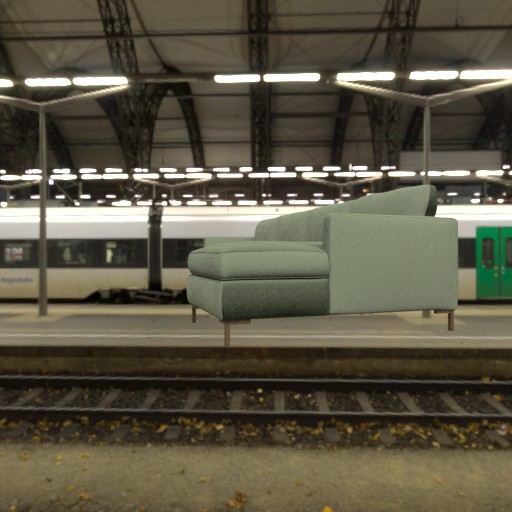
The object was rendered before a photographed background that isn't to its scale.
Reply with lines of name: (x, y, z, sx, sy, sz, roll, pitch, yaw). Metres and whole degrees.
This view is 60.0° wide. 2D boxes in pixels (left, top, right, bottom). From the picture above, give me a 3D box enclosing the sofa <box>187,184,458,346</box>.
sofa: (0.000, 0.000, 3.292, 1.255, 0.756, 2.725, 0, 0, -19)
